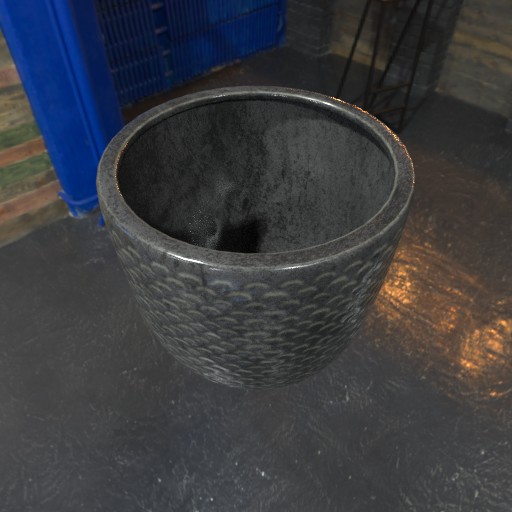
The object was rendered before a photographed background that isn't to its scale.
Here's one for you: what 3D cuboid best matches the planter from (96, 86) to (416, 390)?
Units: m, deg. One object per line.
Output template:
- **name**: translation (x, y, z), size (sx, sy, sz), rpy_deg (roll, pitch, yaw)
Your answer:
- **planter**: translation (0.000, 0.000, 0.242), size (0.140, 0.129, 0.140), rpy_deg (0, 46, 0)
